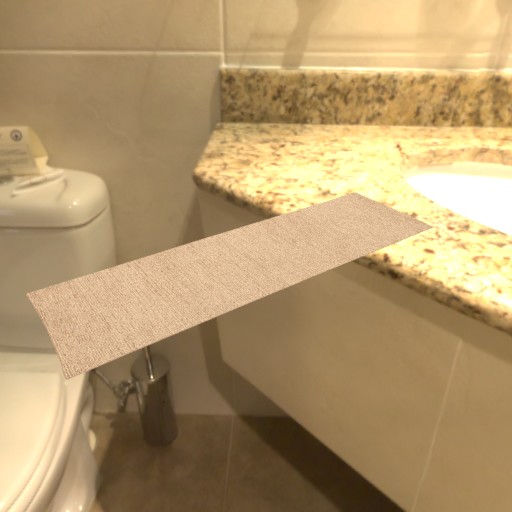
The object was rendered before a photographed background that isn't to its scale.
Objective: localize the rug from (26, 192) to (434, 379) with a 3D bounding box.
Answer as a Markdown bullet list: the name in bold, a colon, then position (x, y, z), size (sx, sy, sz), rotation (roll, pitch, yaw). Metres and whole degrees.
- **rug**: position (0.000, 0.000, 2.569), size (2.346, 0.013, 0.712), rotation (-19, 36, -29)
